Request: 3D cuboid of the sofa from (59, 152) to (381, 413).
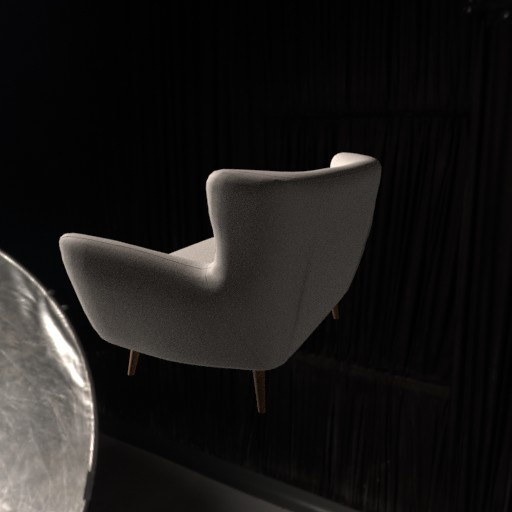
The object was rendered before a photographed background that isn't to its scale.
[{"bbox_3d":[0.000,0.000,2.017,0.921,0.878,1.424,8,17,25],"label":"sofa"}]
